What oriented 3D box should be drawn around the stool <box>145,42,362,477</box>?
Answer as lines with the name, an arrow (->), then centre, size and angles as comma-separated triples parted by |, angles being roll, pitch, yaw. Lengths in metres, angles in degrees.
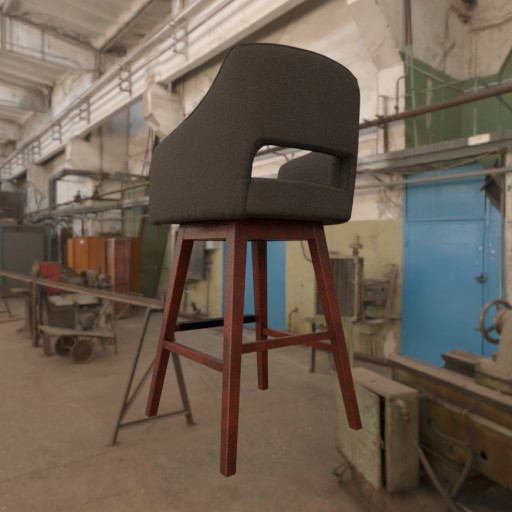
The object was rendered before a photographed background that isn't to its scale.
stool -> 0.000, 0.000, 1.318 | 0.548, 1.012, 0.558 | -1, 1, -36
